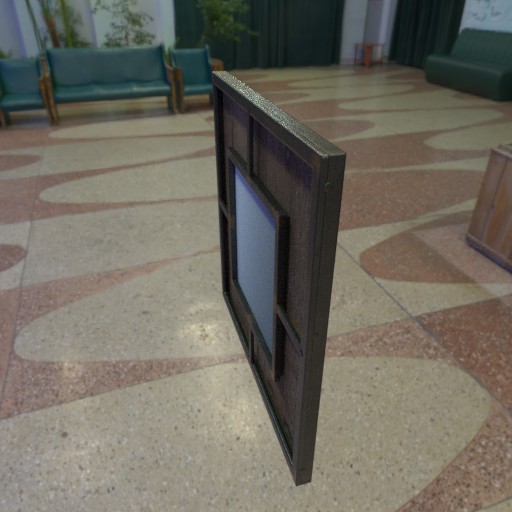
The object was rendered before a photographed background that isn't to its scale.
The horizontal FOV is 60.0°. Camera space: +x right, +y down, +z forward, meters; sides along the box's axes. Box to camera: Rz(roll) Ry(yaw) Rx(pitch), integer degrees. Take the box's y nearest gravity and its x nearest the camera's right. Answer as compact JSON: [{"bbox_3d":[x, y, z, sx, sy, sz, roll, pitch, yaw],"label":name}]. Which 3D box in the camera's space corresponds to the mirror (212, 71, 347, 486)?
[{"bbox_3d":[0.000,0.000,0.558,0.020,0.381,0.382,-8,32,-14],"label":"mirror"}]
